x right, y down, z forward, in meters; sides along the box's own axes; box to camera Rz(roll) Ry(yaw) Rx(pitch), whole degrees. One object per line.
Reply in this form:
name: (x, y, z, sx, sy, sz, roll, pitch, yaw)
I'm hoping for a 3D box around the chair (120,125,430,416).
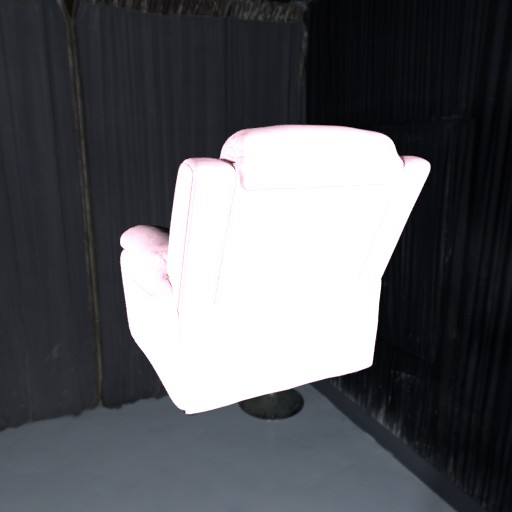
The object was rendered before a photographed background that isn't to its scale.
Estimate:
chair: (0.000, 0.000, 1.283, 0.680, 0.702, 0.709, -6, 15, -25)
